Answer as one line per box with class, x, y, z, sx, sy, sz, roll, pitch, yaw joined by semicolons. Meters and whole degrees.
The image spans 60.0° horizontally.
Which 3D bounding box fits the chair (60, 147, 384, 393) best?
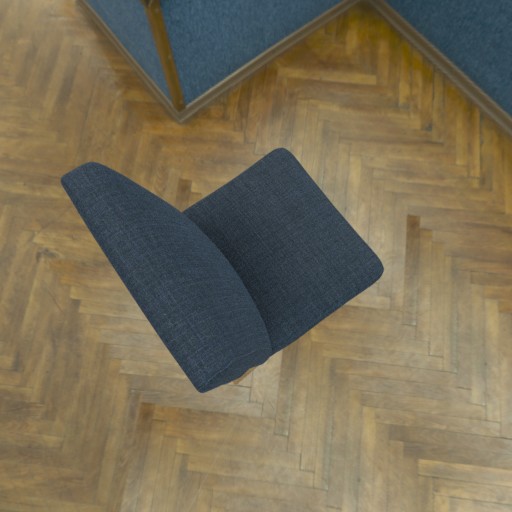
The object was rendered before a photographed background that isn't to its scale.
chair;0.000;0.000;1.241;0.586;0.911;0.507;-35;77;-9
